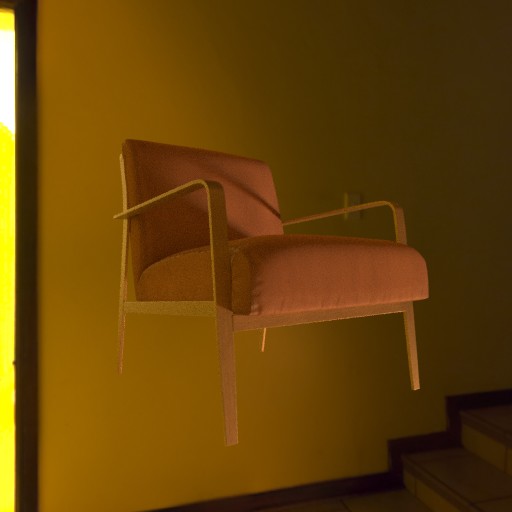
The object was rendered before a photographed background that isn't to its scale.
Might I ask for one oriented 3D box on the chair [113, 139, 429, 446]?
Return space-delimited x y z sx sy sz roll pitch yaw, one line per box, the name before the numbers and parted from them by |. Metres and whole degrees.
chair | 0.000 0.000 1.427 0.701 0.823 0.848 0 0 -36
